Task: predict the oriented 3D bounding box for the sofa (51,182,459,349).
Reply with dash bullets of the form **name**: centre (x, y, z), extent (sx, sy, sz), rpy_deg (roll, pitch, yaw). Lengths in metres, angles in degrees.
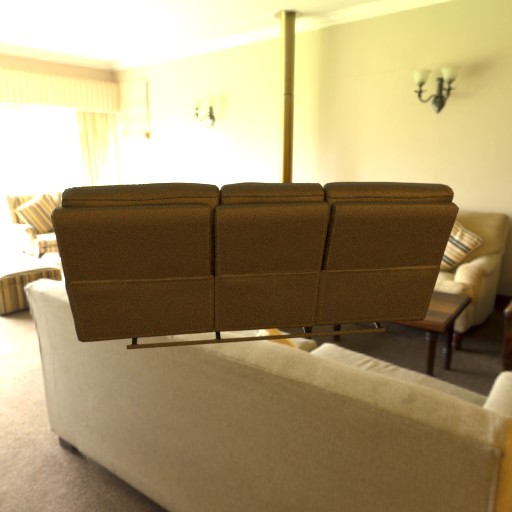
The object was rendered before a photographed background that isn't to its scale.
- **sofa**: centre (0.000, 0.000, 3.284), extent (2.627, 1.134, 1.104), rpy_deg (-2, 13, -9)
